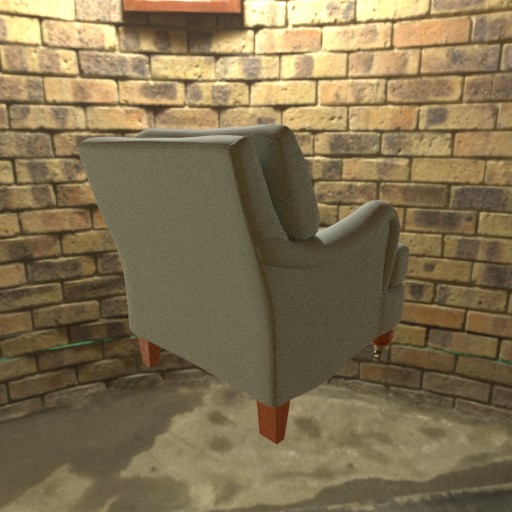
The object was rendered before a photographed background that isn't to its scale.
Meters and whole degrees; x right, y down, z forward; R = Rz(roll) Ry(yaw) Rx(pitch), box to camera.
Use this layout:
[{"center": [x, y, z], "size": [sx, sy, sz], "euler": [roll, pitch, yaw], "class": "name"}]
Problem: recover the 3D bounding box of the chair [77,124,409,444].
[{"center": [0.000, 0.000, 1.871], "size": [0.955, 1.038, 1.070], "euler": [13, 20, 42], "class": "chair"}]
